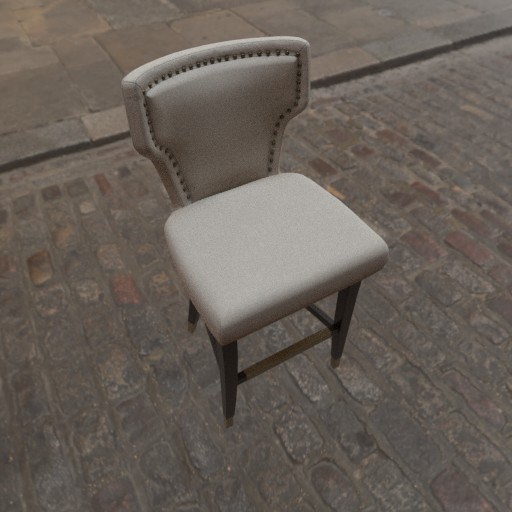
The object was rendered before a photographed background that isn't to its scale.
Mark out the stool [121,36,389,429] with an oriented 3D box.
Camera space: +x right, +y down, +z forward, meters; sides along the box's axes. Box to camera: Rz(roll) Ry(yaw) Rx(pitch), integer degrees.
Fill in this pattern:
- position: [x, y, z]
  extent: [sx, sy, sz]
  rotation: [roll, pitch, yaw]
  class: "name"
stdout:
- position: [0.000, 0.000, 1.359]
  extent: [0.526, 1.092, 0.563]
  rotation: [-23, 50, -20]
  class: "stool"
